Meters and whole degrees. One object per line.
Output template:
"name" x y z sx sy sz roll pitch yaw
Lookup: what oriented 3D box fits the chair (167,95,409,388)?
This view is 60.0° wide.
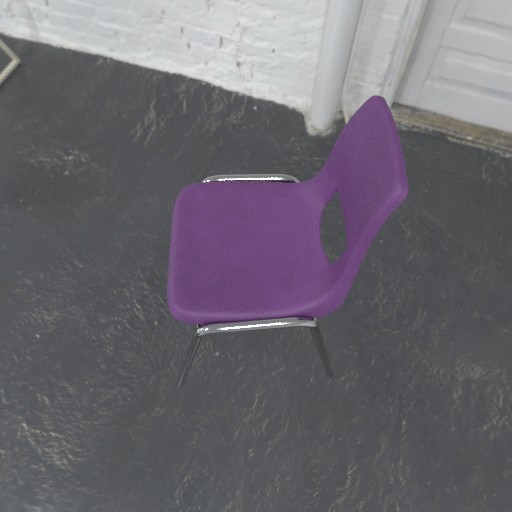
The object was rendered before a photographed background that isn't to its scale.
"chair" 0.000 0.000 0.966 0.432 0.704 0.381 -2 60 -1
